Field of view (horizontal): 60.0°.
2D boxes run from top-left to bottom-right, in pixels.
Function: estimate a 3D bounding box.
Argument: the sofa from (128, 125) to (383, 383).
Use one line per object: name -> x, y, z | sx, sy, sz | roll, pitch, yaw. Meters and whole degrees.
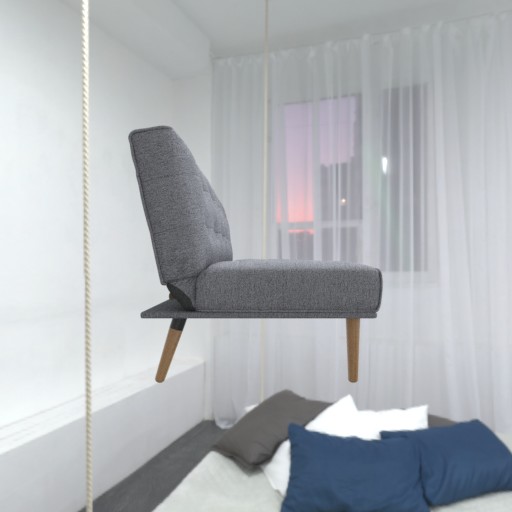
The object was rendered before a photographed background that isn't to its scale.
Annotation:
sofa -> 0.000, 0.000, 2.295 | 0.810, 0.830, 1.820 | 0, 0, 0
